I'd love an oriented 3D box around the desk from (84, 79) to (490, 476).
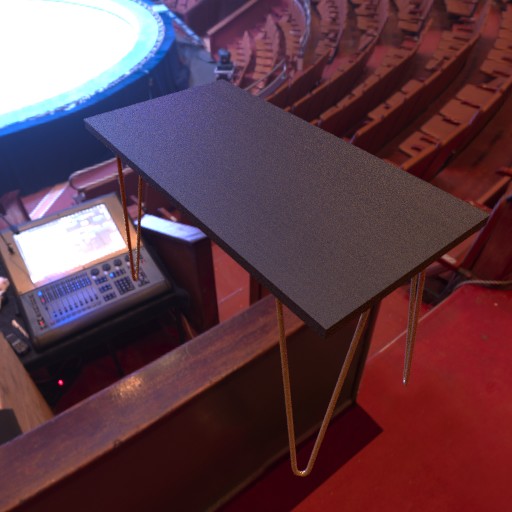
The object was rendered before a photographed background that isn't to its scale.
[{"bbox_3d":[0.000,0.000,1.345,0.499,0.660,0.991,-28,49,-28],"label":"desk"}]
